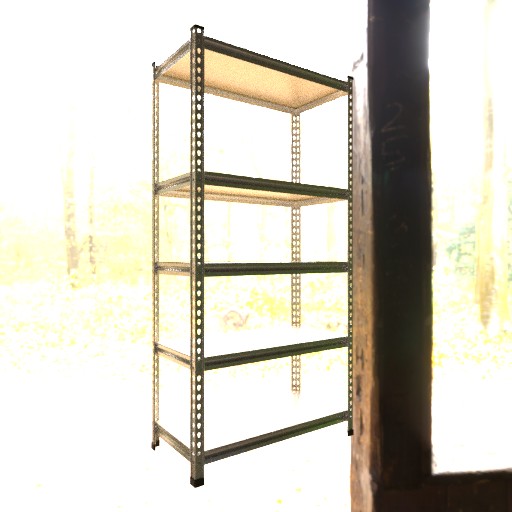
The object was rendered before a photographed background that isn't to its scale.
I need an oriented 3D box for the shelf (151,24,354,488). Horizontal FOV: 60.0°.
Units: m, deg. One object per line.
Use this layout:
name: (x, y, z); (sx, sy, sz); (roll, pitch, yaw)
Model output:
shelf: (0.000, 0.000, 2.191); (0.914, 1.829, 0.457); (0, 0, -35)
